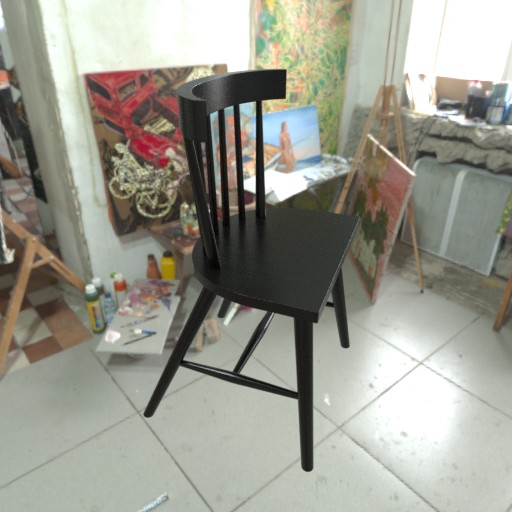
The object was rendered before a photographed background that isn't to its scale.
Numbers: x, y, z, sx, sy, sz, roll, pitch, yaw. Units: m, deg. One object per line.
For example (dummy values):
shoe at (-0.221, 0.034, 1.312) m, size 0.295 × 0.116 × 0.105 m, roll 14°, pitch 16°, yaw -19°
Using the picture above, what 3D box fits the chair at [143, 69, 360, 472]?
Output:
chair at (0.000, 0.000, 1.143) m, size 0.483 × 0.844 × 0.506 m, roll 11°, pitch 31°, yaw 18°
